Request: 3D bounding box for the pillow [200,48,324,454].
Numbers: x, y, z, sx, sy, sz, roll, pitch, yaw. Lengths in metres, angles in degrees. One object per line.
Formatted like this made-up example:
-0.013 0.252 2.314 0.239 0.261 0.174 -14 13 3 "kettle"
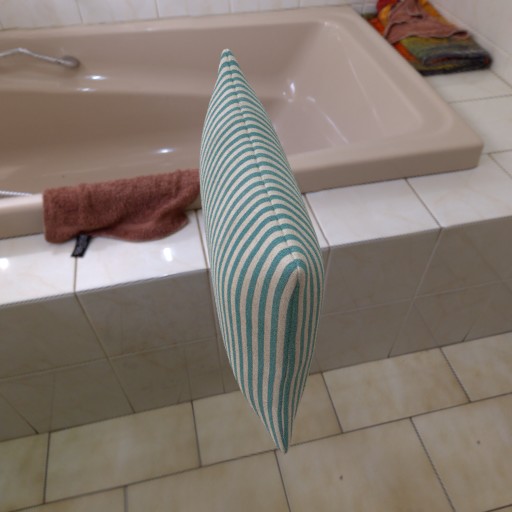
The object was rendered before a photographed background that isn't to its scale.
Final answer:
0.000 0.000 0.785 0.166 0.510 0.523 -8 48 -7 "pillow"
